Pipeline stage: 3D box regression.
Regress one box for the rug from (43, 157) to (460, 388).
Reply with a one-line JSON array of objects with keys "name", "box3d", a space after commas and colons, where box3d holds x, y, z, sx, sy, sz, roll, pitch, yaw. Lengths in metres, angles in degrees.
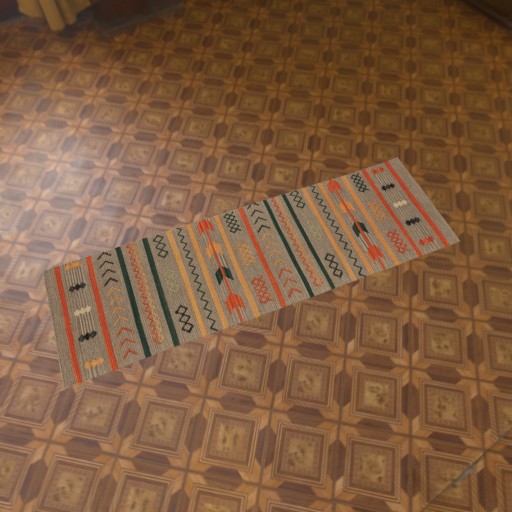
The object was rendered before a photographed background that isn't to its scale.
[{"name": "rug", "box3d": [0.000, 0.000, 2.671, 2.419, 0.022, 0.744, -19, 61, -11]}]
